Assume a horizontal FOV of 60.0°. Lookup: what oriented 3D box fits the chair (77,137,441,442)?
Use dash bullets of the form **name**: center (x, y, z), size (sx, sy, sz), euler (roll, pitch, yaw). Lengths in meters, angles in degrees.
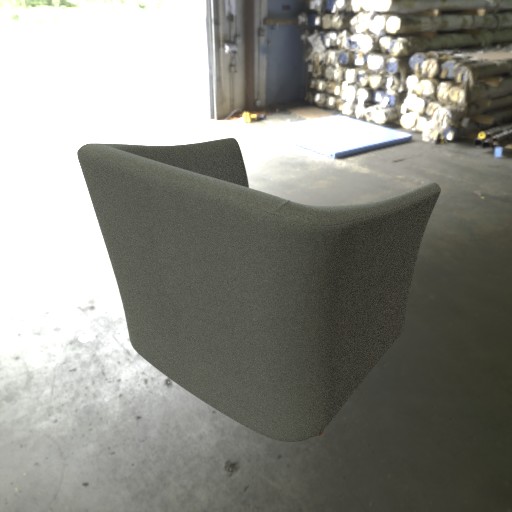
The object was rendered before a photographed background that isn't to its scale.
- **chair**: center (0.000, 0.000, 1.321), size (0.790, 0.720, 0.700), euler (22, 37, 32)
